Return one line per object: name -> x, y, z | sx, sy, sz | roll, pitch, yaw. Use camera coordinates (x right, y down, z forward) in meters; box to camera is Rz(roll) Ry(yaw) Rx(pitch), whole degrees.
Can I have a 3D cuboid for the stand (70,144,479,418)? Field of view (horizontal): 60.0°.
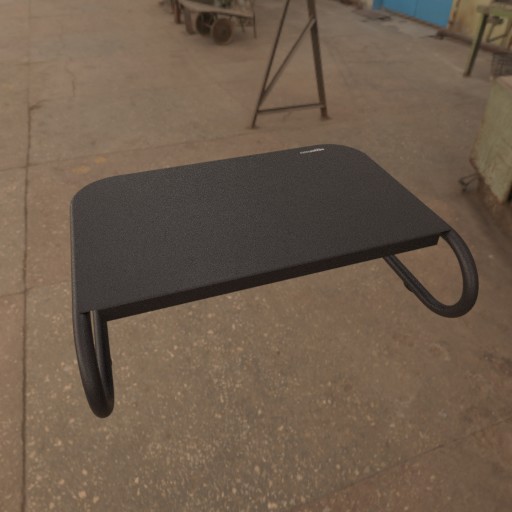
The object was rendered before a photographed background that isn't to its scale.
stand -> 0.000, 0.000, 0.494 | 0.370, 0.108, 0.280 | -12, 41, -14
